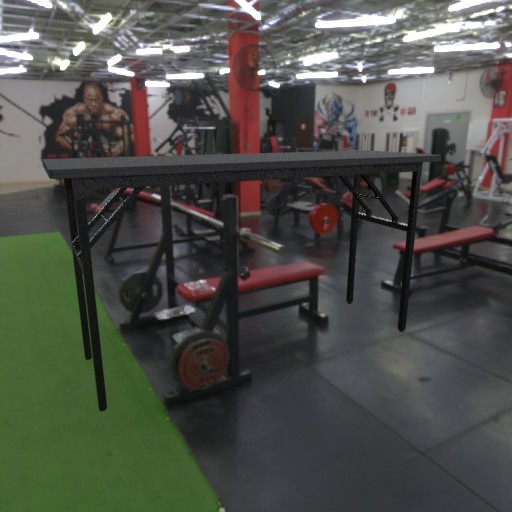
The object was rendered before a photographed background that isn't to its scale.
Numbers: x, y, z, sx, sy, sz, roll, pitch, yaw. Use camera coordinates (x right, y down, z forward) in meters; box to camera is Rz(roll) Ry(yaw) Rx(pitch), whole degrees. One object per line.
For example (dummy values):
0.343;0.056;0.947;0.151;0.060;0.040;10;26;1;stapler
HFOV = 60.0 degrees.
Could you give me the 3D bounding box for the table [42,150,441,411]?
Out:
0.000;0.000;1.718;1.399;0.750;0.449;-8;18;-26;table
